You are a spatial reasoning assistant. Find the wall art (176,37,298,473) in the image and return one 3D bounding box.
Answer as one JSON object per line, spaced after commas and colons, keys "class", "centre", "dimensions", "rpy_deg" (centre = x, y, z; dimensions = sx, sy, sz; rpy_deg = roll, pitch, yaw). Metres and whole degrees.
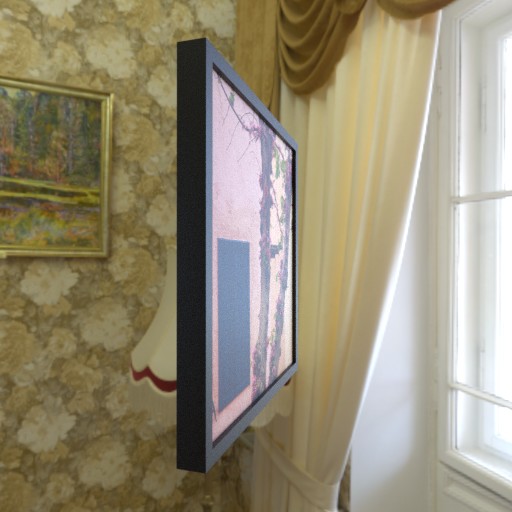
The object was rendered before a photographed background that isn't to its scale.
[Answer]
{"class": "wall art", "centre": [0.000, 0.000, 0.763], "dimensions": [0.038, 0.508, 0.508], "rpy_deg": [0, 0, 17]}
